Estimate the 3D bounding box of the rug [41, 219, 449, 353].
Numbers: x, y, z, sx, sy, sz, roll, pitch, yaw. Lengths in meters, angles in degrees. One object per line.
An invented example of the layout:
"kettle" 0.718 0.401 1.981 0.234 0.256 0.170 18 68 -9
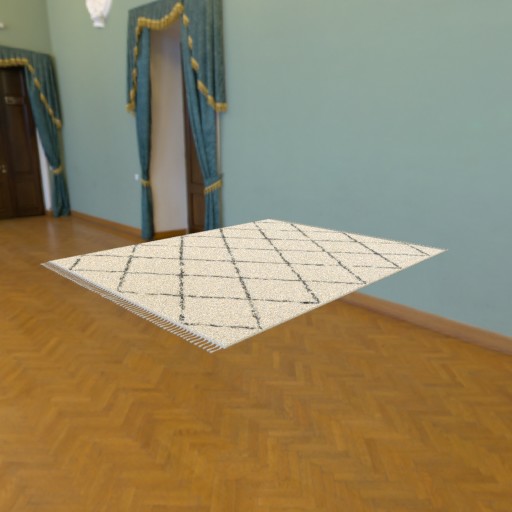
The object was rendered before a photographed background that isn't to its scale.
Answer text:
"rug" 0.000 0.000 4.160 2.380 0.013 3.051 15 21 43
